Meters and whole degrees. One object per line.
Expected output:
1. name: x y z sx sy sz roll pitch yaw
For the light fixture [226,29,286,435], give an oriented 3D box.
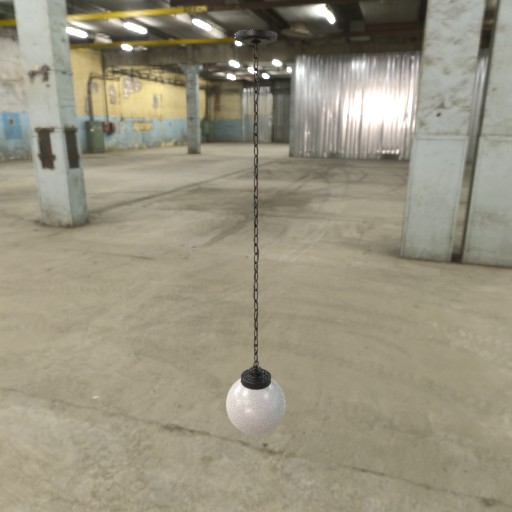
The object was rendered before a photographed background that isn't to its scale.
1. light fixture: 0.000 0.000 2.049 0.305 1.867 0.304 -15 21 -42
